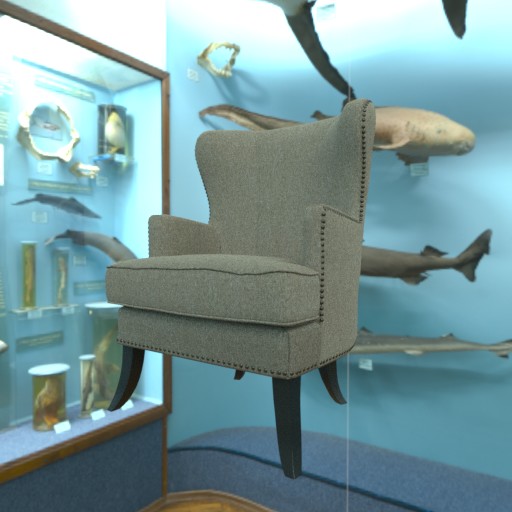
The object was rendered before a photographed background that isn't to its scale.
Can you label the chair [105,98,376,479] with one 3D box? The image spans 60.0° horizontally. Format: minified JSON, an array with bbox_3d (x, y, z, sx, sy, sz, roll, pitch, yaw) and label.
[{"bbox_3d":[0.000,0.000,1.566,0.759,1.060,0.758,1,2,37],"label":"chair"}]
